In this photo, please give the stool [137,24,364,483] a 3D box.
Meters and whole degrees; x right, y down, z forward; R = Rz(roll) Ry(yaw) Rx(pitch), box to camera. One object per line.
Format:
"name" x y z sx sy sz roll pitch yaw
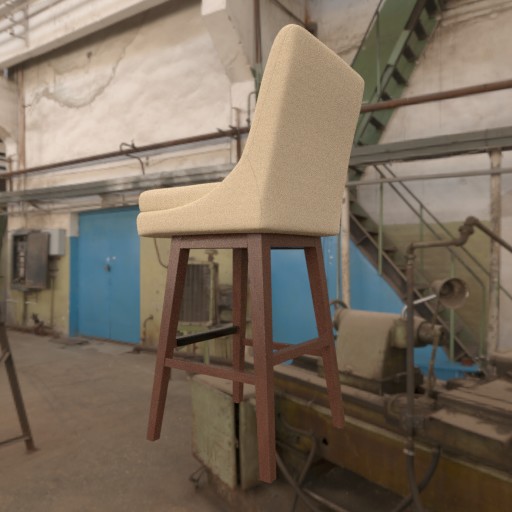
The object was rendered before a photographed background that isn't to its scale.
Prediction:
"stool" 0.000 0.000 1.349 0.559 1.093 0.483 0 0 35
